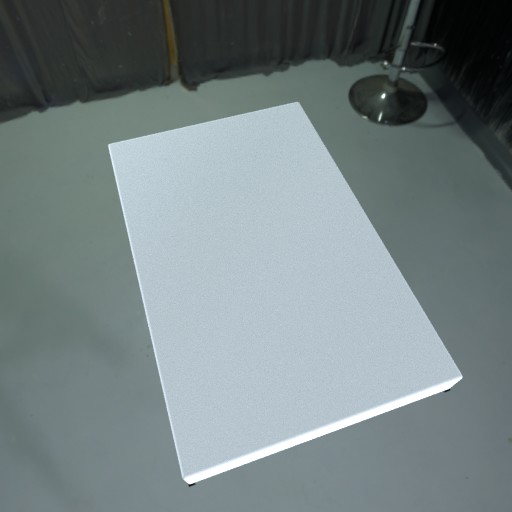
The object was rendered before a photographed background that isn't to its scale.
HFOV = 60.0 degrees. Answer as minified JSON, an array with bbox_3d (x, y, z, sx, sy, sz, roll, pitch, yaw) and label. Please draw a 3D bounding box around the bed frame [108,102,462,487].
[{"bbox_3d":[0.000,0.000,3.720,1.930,0.440,2.987,-16,59,-10],"label":"bed frame"}]
